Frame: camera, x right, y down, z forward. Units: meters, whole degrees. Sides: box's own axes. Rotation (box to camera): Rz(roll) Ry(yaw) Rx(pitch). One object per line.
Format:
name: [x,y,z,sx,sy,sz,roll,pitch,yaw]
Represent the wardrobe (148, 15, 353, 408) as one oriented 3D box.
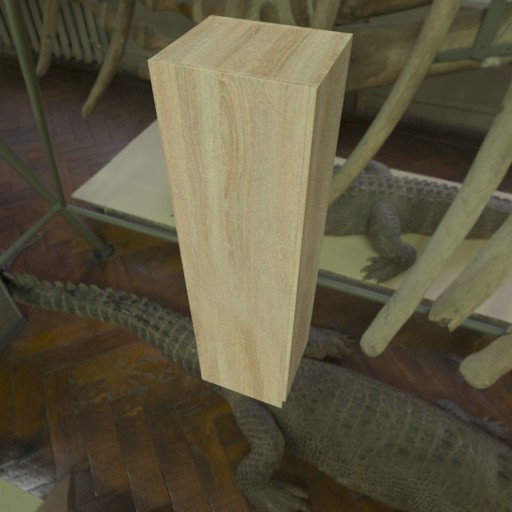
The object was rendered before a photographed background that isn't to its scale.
wardrobe: [0.000,0.000,2.325,0.588,2.117,0.496,16,47,15]
